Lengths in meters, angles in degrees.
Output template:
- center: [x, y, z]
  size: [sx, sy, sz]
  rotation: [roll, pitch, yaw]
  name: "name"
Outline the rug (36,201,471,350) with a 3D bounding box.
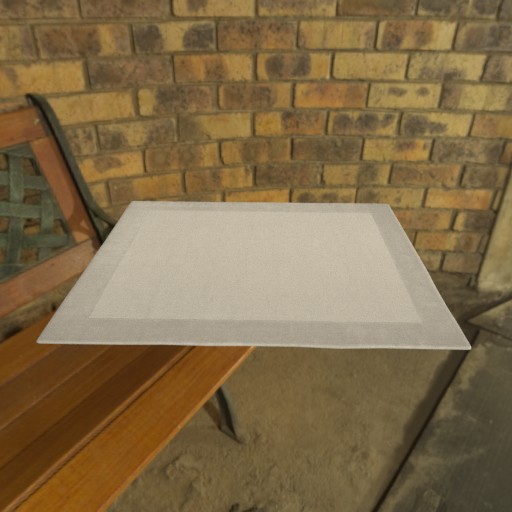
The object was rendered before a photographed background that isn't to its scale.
- center: [0.000, 0.000, 4.059]
  size: [2.976, 0.018, 2.430]
  rotation: [1, 30, 1]
  name: "rug"
